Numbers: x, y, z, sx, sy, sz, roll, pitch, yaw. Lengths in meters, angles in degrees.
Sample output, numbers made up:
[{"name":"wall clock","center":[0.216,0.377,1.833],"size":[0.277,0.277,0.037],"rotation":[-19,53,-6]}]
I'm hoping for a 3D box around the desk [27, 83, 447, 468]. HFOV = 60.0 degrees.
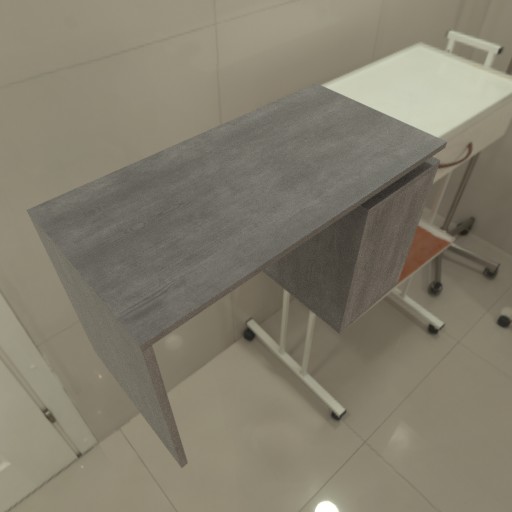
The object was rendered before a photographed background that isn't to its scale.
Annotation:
[{"name":"desk","center":[0.000,0.000,1.638],"size":[1.200,0.740,0.600],"rotation":[-33,54,-28]}]
